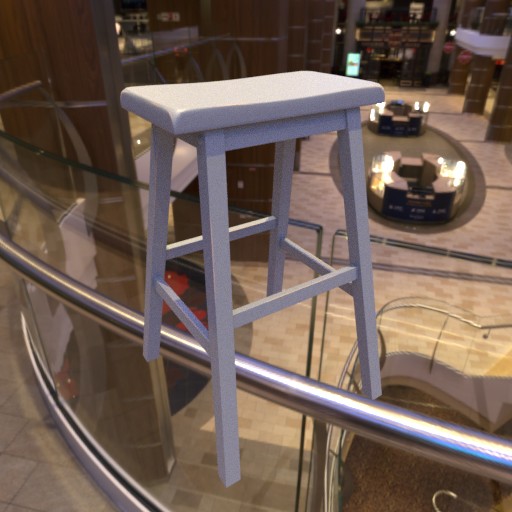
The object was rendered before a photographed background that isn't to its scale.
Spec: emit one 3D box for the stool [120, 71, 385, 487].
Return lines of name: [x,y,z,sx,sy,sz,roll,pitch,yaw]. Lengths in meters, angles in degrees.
stool: [0.000,0.000,1.015,0.457,0.737,0.476,-18,34,-28]
